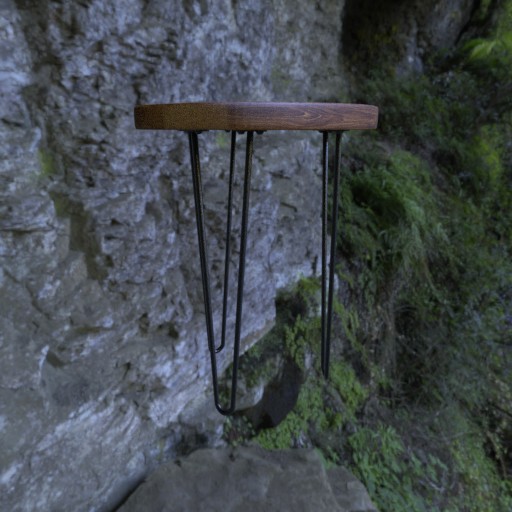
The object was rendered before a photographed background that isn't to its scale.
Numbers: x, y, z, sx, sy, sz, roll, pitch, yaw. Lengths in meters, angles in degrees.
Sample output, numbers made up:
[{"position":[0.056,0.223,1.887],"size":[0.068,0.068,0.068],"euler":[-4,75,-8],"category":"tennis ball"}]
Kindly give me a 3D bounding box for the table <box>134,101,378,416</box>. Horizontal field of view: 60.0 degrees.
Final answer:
[{"position":[0.000,0.000,0.820],"size":[0.400,0.520,0.400],"euler":[0,16,0],"category":"table"}]
